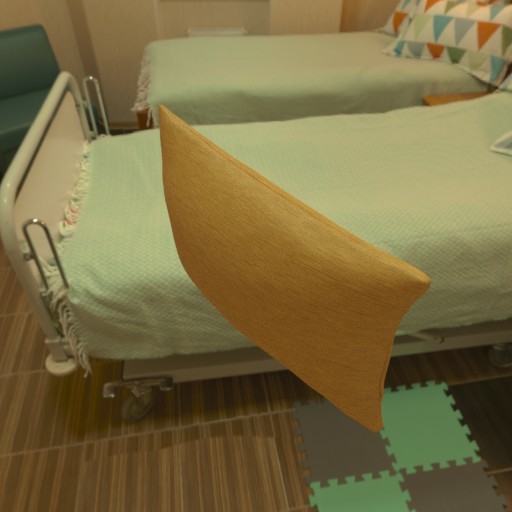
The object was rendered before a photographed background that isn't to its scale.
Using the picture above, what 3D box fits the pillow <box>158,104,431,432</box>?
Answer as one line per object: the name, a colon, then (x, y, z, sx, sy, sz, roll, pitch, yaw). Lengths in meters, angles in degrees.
pillow: (0.000, 0.000, 0.798, 0.210, 0.354, 0.634, -28, 48, -28)
